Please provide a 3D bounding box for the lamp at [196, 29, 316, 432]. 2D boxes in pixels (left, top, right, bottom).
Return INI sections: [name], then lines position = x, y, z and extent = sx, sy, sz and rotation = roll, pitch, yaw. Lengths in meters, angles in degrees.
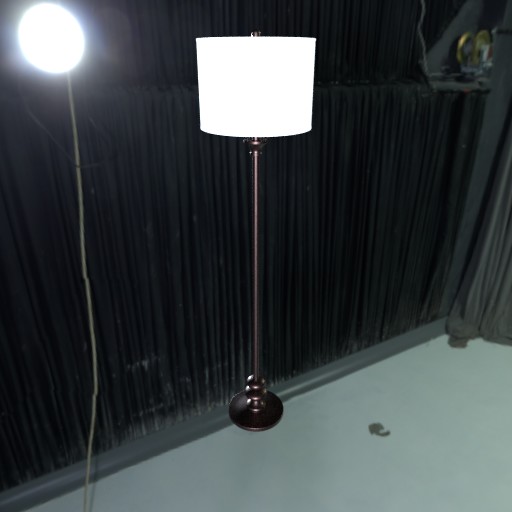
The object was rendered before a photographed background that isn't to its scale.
[lamp]
position = 0.000, 0.000, 1.630
extent = 0.356, 1.487, 0.356
rotation = -16, 29, -31
